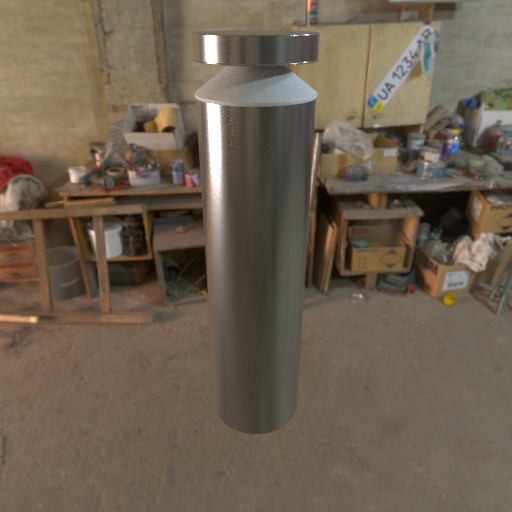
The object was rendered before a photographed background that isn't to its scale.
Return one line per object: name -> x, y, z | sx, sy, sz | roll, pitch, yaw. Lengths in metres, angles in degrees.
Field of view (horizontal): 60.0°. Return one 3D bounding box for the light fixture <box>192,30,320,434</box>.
light fixture -> 0.000, 0.000, 0.444 | 0.102, 0.400, 0.102 | -21, 35, -33
